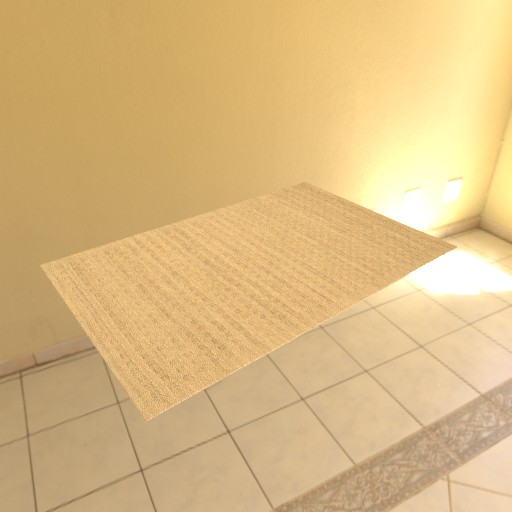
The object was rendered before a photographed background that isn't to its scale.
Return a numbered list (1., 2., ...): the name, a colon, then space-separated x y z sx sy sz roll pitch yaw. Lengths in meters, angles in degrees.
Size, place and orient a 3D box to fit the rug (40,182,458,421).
1. rug: 0.000 0.000 2.214 1.752 0.006 1.142 -22 37 -32
